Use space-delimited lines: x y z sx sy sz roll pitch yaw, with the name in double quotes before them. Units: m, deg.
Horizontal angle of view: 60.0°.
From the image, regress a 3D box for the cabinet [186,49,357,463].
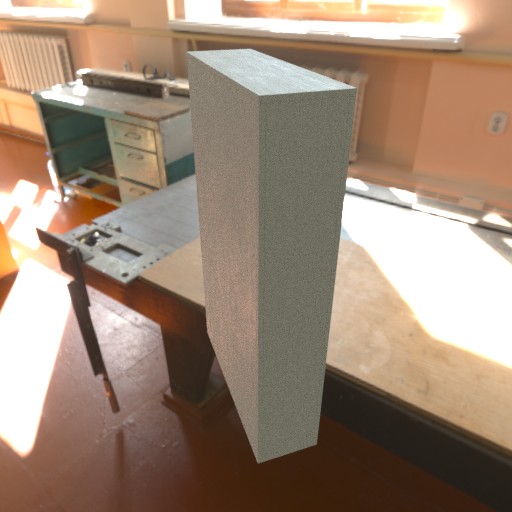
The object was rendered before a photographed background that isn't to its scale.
"cabinet" 0.000 0.000 1.607 0.250 1.280 0.750 -10 33 -16
